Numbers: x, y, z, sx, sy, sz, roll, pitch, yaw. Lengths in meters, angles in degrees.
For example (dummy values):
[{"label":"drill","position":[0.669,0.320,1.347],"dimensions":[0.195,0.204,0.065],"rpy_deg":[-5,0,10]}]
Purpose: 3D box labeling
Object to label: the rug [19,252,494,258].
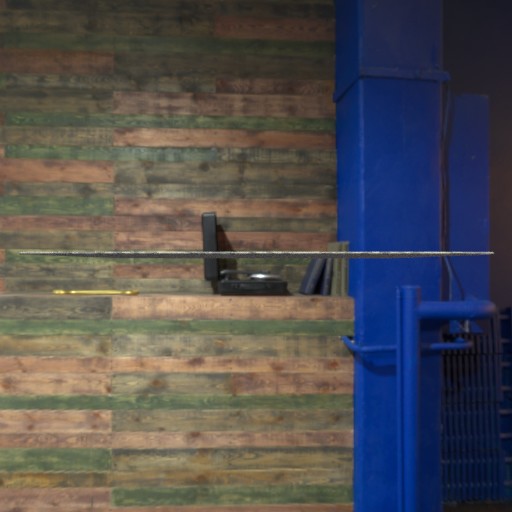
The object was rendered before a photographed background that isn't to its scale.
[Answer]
[{"label":"rug","position":[0.000,0.000,2.930],"dimensions":[2.261,0.013,1.676],"rpy_deg":[0,-1,-1]}]
